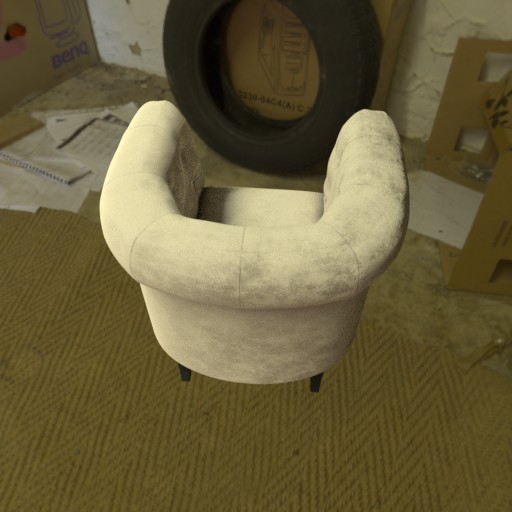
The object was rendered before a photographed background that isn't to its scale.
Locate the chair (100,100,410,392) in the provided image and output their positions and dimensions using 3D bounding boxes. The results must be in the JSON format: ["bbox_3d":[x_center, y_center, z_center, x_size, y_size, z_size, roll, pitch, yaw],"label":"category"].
[{"bbox_3d":[0.000,0.000,1.547,0.904,0.826,0.851,4,47,3],"label":"chair"}]
